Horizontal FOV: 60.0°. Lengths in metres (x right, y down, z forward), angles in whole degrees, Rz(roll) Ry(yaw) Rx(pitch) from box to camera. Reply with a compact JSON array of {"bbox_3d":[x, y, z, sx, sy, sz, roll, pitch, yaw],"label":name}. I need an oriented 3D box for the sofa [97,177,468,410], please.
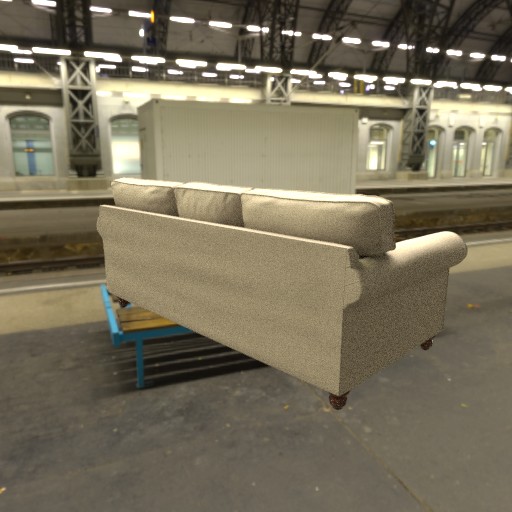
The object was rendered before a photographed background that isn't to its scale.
[{"bbox_3d":[0.000,0.000,2.666,0.998,0.889,2.118,-13,18,-43],"label":"sofa"}]
